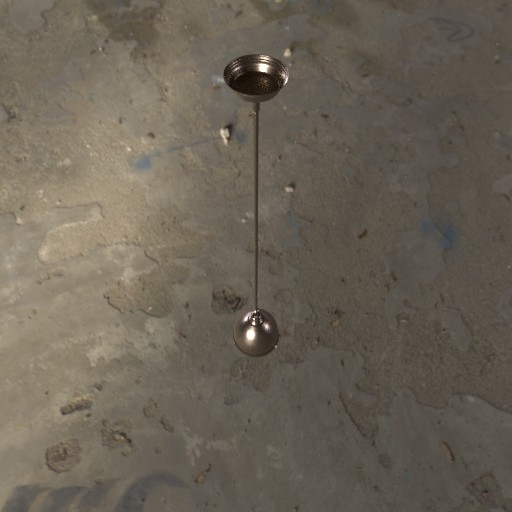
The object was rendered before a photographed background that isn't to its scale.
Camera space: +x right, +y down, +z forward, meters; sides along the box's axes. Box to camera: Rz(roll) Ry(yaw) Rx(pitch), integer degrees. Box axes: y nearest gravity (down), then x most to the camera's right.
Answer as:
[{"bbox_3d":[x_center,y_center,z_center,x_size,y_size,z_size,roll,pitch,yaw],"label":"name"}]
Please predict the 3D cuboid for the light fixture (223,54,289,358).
[{"bbox_3d":[0.000,0.000,1.459,0.211,1.367,0.217,-1,58,-1],"label":"light fixture"}]
